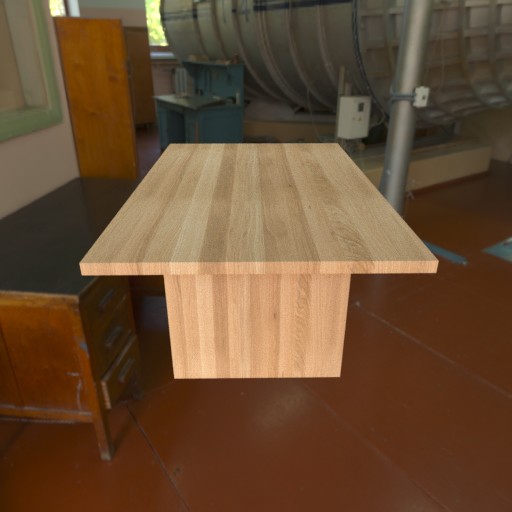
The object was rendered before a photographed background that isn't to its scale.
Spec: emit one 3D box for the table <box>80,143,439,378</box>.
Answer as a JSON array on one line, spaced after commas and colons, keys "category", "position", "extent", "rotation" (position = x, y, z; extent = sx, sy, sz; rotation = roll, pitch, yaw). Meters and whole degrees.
[{"category": "table", "position": [0.000, 0.000, 1.468], "extent": [0.700, 0.510, 1.100], "rotation": [0, 26, -1]}]
